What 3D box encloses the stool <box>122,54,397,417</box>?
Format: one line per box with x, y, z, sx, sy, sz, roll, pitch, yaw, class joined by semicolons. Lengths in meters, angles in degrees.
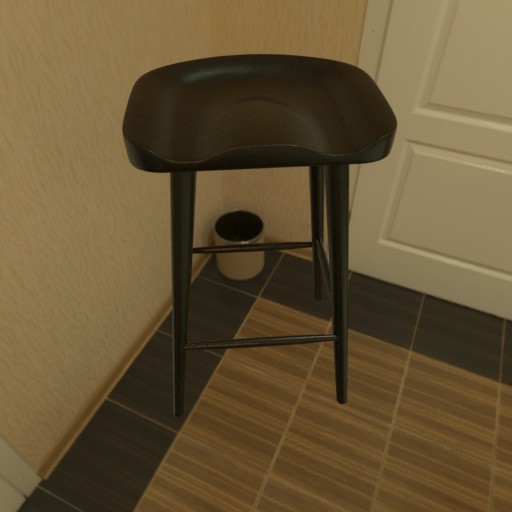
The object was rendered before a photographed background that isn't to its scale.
0.000;0.000;0.973;0.440;0.749;0.361;-3;46;-3;stool
